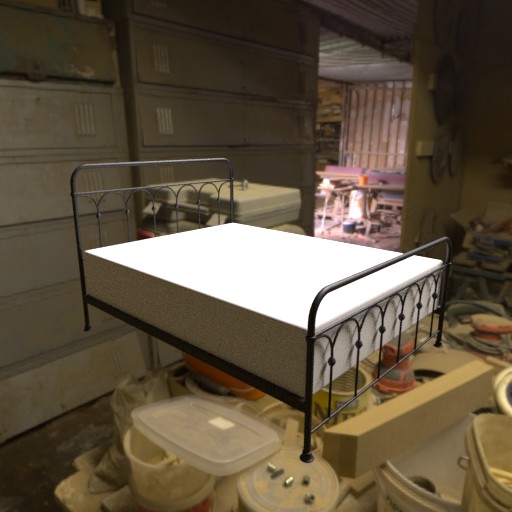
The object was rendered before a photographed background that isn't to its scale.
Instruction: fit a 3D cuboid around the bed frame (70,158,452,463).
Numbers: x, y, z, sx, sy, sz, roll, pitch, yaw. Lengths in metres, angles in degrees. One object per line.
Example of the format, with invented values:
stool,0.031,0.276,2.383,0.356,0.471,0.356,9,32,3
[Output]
bed frame,0.000,0.000,3.195,2.203,1.276,1.664,13,20,41
